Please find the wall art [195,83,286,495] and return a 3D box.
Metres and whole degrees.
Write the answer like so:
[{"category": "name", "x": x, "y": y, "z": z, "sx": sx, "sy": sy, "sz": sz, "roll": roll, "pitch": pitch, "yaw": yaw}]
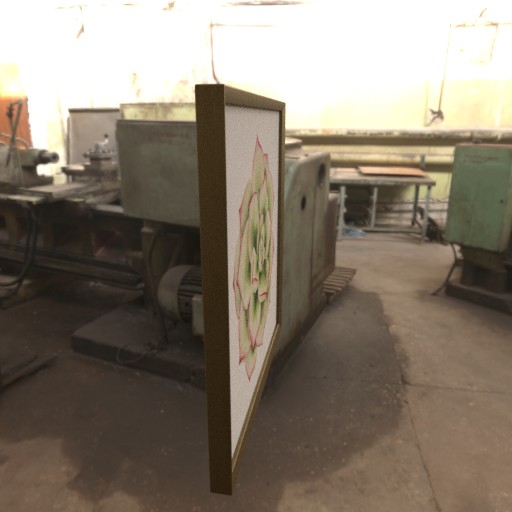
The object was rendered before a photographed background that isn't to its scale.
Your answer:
[{"category": "wall art", "x": 0.000, "y": 0.000, "z": 0.746, "sx": 0.031, "sy": 0.506, "sz": 0.503, "roll": 3, "pitch": 17, "yaw": 10}]
